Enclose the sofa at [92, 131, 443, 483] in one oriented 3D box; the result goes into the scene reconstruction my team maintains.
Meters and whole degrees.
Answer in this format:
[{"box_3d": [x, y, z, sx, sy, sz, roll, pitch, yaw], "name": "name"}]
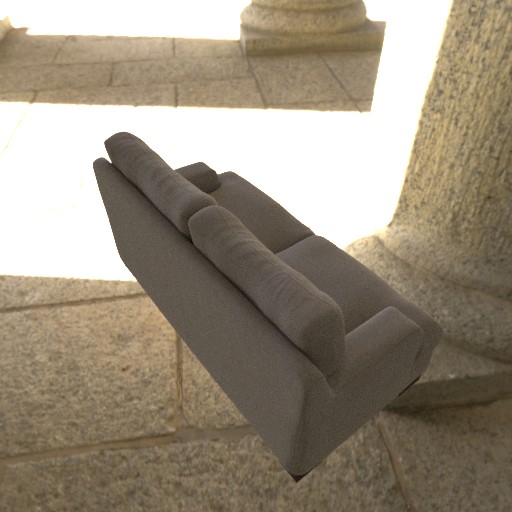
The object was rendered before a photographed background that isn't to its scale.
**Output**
[{"box_3d": [0.000, 0.000, 2.396, 0.962, 0.980, 1.855, -27, 49, -27], "name": "sofa"}]
